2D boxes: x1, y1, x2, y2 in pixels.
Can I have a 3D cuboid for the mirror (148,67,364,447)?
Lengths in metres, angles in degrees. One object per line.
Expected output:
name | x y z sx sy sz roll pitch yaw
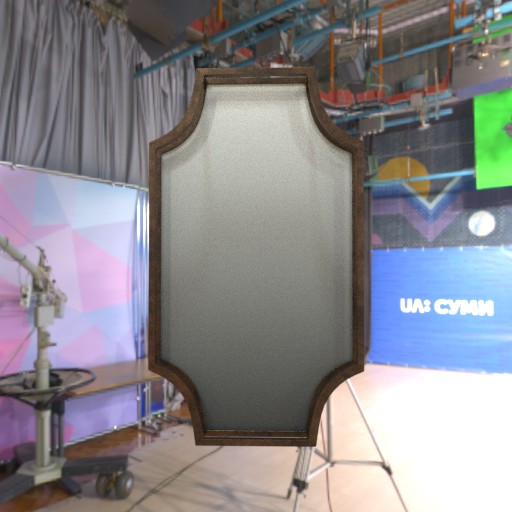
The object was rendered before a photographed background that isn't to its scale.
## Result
mirror | 0.000 0.000 0.983 0.462 0.811 0.066 0 -1 1
